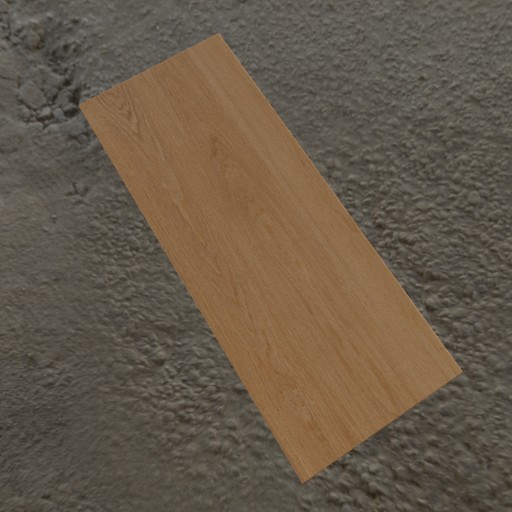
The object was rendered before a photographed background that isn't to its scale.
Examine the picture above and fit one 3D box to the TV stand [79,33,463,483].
[{"bbox_3d":[0.000,0.000,1.353,0.440,0.550,1.080,-31,77,-8],"label":"TV stand"}]
